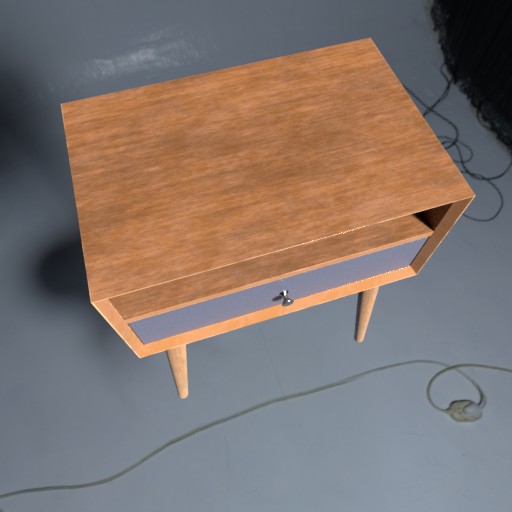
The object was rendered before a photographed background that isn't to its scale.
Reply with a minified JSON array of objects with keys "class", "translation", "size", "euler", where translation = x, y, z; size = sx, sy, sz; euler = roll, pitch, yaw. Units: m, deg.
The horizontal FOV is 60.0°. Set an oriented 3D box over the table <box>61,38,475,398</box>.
[{"class":"table","translation":[0.000,0.000,0.816],"size":[0.454,0.580,0.307],"euler":[-16,63,-8]}]
